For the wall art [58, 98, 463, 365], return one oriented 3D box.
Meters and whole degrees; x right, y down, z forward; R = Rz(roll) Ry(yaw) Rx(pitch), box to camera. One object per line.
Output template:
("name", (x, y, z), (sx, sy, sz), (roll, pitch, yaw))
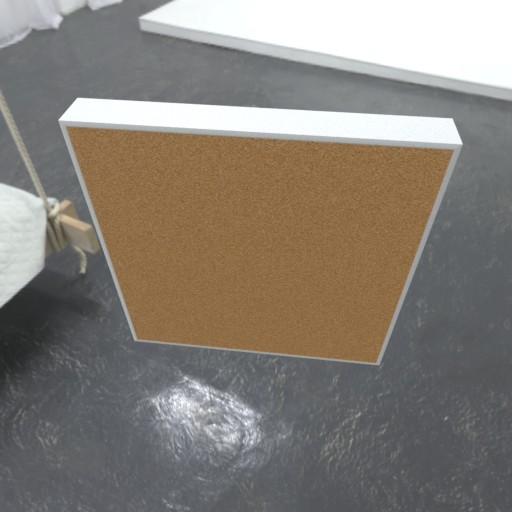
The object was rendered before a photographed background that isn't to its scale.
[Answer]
("wall art", (0.000, 0.000, 0.454), (0.305, 0.304, 0.038), (5, 46, 5))
